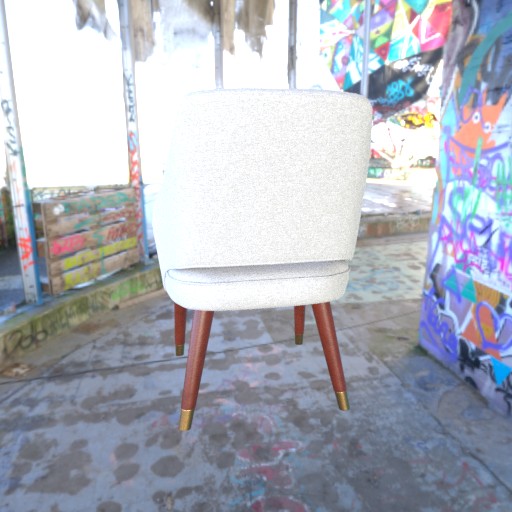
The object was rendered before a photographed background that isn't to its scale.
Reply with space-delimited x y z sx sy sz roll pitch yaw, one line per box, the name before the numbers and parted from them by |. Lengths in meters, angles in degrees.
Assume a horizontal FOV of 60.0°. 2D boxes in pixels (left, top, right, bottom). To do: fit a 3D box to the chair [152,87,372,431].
chair | 0.000 0.000 1.337 0.609 0.889 0.600 -3 15 -11
